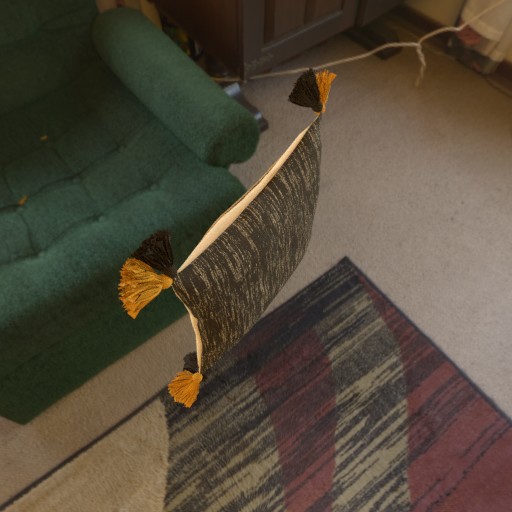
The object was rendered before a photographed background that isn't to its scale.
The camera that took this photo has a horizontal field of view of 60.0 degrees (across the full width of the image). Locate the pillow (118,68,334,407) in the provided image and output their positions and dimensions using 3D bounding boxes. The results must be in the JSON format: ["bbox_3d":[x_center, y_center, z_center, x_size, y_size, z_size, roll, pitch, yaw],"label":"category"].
[{"bbox_3d":[0.000,0.000,0.999,0.139,0.659,0.654,30,63,17],"label":"pillow"}]
